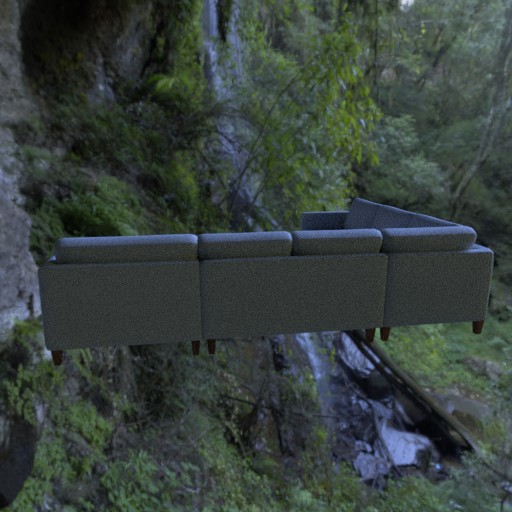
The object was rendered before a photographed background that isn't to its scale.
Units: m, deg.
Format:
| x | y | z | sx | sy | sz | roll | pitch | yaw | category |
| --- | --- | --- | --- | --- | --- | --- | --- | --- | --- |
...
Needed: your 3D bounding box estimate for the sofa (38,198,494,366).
| x | y | z | sx | sy | sz | roll | pitch | yaw | category |
| --- | --- | --- | --- | --- | --- | --- | --- | --- | --- |
| 0.000 | 0.000 | 4.441 | 3.403 | 0.889 | 2.551 | -2 | 13 | -9 | sofa |
